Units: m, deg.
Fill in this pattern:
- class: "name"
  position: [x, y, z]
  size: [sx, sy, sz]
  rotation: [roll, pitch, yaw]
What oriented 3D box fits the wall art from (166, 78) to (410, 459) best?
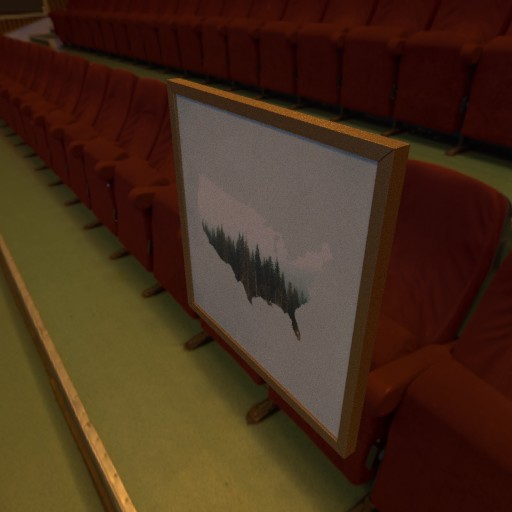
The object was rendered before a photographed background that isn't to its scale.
- class: "wall art"
  position: [0.000, 0.000, 1.144]
  size: [0.038, 0.762, 0.762]
  rotation: [-21, 37, -31]
